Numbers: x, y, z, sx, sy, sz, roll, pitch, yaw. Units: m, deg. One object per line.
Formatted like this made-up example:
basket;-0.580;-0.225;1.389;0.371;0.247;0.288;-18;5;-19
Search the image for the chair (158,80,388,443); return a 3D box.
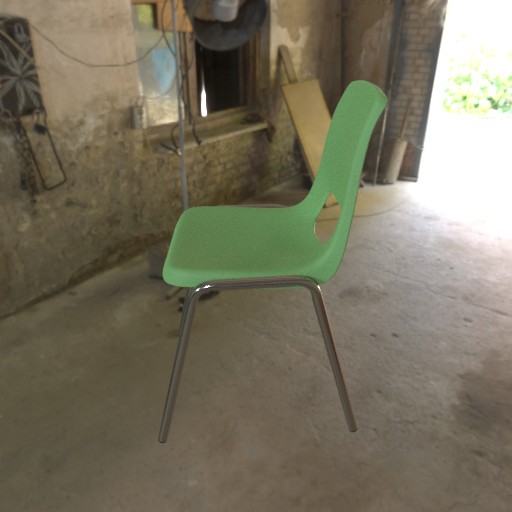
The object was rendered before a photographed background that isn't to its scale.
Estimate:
chair;0.000;0.000;0.960;0.436;0.704;0.381;-1;28;-2
